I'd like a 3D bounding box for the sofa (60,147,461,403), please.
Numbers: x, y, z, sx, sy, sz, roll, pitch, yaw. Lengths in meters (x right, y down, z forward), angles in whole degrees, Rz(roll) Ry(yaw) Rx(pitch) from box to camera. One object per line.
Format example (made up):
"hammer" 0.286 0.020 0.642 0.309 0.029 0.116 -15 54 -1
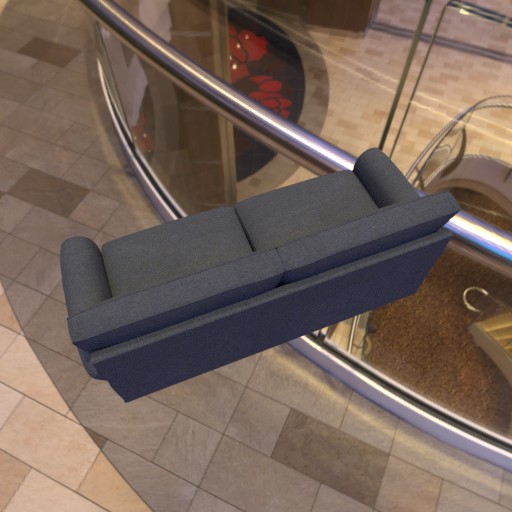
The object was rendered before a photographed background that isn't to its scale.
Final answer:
"sofa" 0.000 0.000 2.922 2.391 1.026 0.954 -18 60 -11
